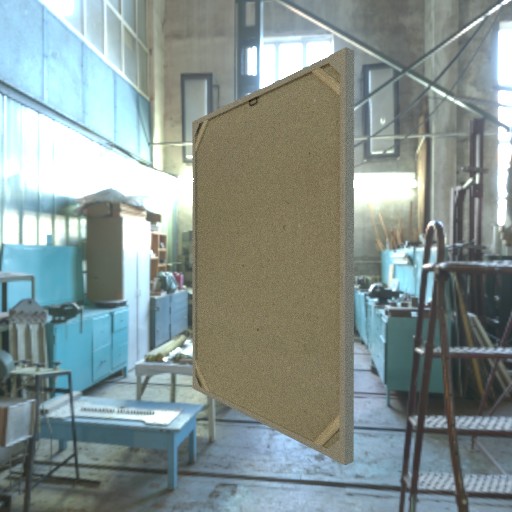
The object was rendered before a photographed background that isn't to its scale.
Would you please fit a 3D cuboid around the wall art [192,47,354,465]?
[{"bbox_3d":[0.000,0.000,1.660,0.038,1.212,0.914,0,1,-37],"label":"wall art"}]
